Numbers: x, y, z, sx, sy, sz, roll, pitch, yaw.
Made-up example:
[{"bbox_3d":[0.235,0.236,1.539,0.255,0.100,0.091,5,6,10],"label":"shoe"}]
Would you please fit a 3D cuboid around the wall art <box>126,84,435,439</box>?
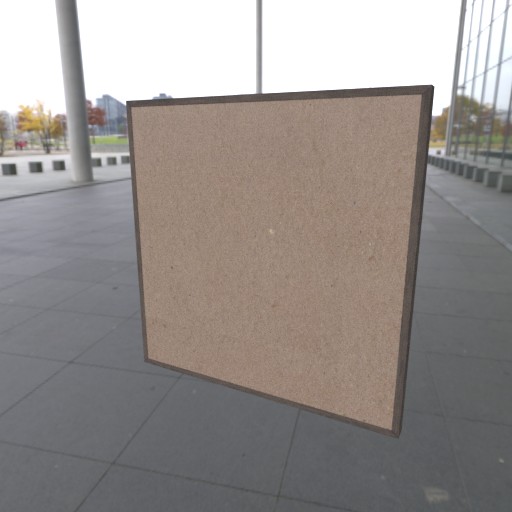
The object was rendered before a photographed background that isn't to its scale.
[{"bbox_3d":[0.000,0.000,1.109,0.762,0.762,0.038,8,17,27],"label":"wall art"}]
